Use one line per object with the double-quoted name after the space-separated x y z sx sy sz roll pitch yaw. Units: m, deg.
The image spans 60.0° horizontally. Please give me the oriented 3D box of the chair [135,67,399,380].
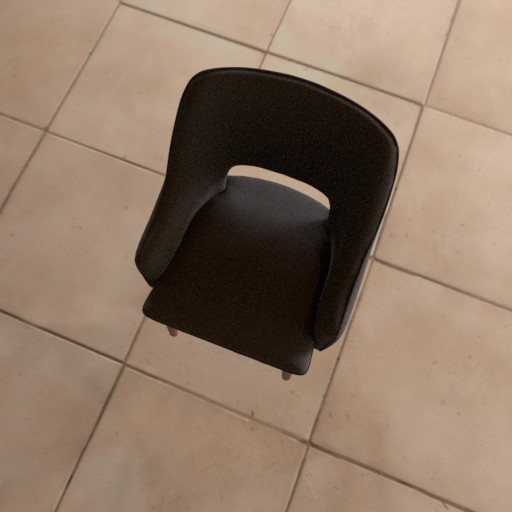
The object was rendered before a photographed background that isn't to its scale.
0.000 0.000 1.214 0.559 0.838 0.560 20 76 5 "chair"
